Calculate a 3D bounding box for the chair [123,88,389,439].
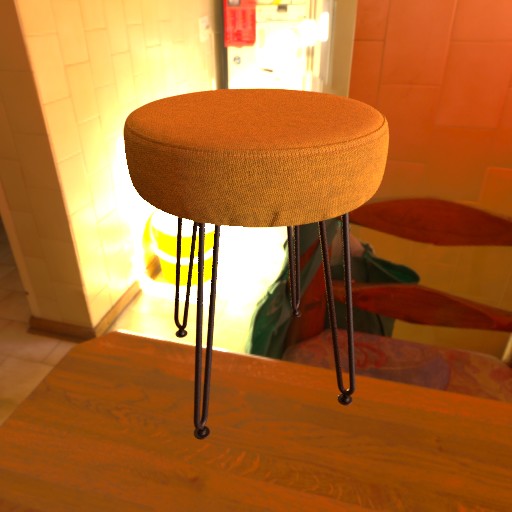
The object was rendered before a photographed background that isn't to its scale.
[{"bbox_3d":[0.000,0.000,0.690,0.345,0.455,0.345,-8,31,-13],"label":"chair"}]
